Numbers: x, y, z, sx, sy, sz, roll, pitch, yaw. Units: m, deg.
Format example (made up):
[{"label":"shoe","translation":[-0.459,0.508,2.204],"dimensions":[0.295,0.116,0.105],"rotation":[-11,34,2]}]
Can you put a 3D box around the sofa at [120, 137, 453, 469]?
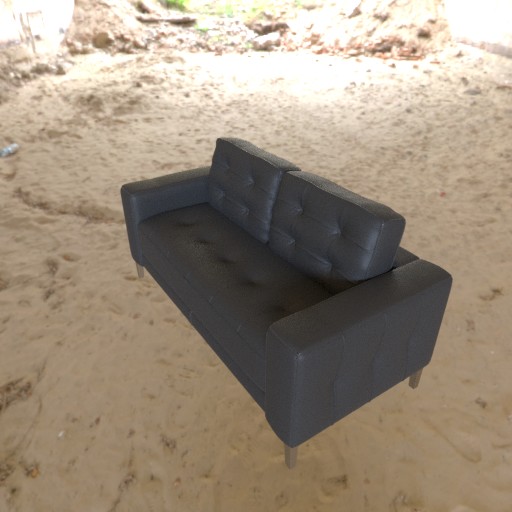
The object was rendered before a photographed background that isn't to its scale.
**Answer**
[{"label":"sofa","translation":[0.000,0.000,2.293],"dimensions":[0.833,0.893,1.726],"rotation":[-19,36,-28]}]
